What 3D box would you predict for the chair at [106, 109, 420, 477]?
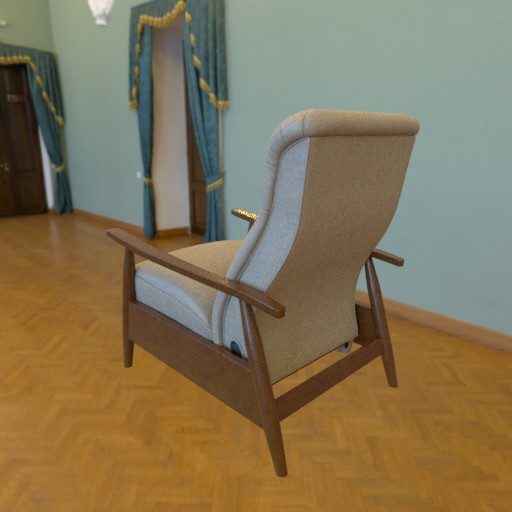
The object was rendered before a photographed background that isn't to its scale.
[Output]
[{"bbox_3d":[0.000,0.000,1.788,1.030,1.082,0.762,15,22,43],"label":"chair"}]
